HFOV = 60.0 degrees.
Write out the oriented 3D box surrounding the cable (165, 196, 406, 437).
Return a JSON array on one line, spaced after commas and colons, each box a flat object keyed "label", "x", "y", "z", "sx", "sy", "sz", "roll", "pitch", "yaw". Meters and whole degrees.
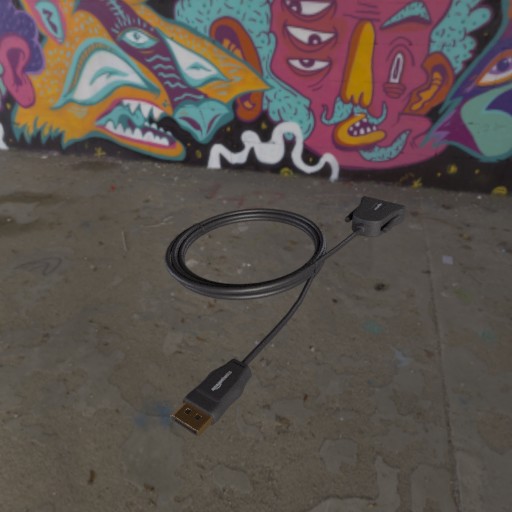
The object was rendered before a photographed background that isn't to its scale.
[{"label": "cable", "x": 0.000, "y": 0.000, "z": 0.327, "sx": 0.136, "sy": 0.015, "sz": 0.281, "roll": 19, "pitch": 36, "yaw": 29}]
